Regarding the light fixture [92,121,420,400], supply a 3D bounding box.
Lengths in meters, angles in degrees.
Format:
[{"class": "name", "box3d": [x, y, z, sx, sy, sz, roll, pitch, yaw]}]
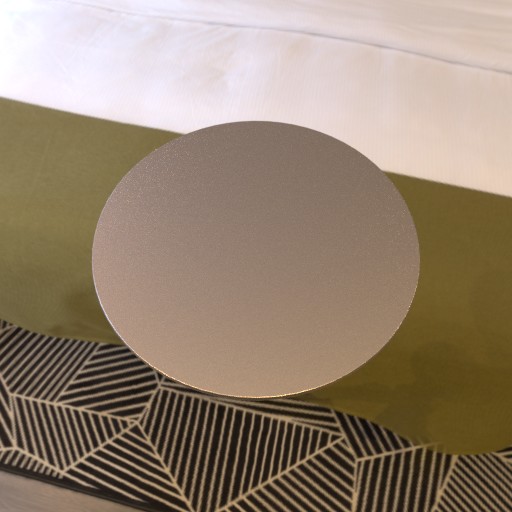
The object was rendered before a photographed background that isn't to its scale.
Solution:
[{"class": "light fixture", "box3d": [0.000, 0.000, 0.546, 0.368, 0.100, 0.368, 0, 59, 0]}]
